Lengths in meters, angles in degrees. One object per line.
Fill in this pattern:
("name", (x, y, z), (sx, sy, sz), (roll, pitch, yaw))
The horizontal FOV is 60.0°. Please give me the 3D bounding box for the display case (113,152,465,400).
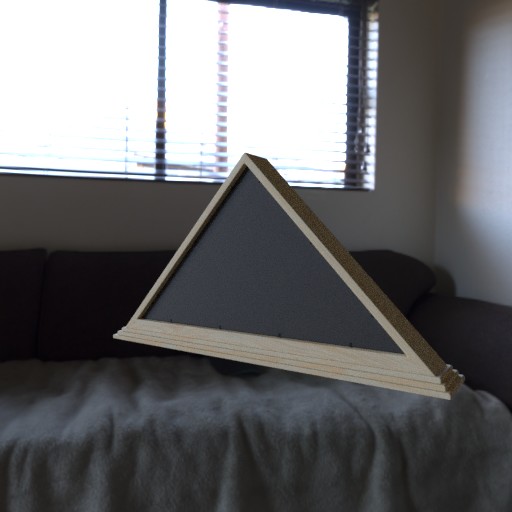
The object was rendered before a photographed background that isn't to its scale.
("display case", (0.000, 0.000, 0.755), (0.640, 0.340, 0.095), (1, 2, 35))
